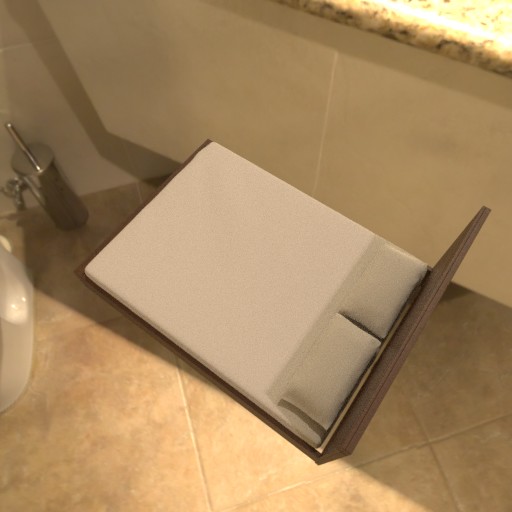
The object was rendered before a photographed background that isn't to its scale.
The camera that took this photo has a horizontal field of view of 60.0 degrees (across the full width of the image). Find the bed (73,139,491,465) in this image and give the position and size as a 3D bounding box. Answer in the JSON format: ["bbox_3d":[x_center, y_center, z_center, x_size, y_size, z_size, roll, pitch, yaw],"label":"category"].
[{"bbox_3d":[0.000,0.000,3.099,2.221,1.169,1.613,33,67,16],"label":"bed"}]
